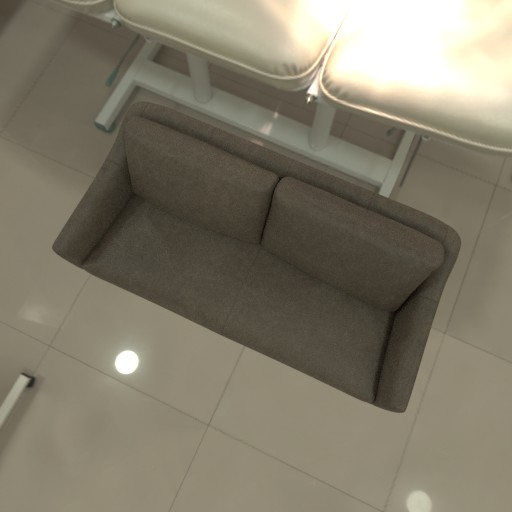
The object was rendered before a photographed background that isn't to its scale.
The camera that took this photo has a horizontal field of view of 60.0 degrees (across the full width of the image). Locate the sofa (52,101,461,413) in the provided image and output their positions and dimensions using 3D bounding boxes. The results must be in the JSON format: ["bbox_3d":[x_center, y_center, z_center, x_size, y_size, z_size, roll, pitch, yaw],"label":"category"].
[{"bbox_3d":[0.000,0.000,2.527,2.036,0.902,0.960,24,76,6],"label":"sofa"}]
